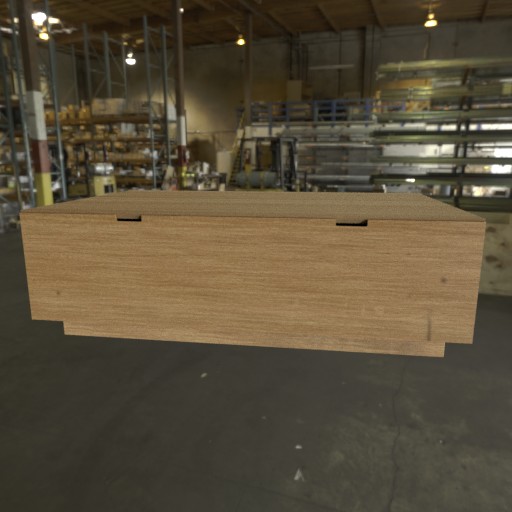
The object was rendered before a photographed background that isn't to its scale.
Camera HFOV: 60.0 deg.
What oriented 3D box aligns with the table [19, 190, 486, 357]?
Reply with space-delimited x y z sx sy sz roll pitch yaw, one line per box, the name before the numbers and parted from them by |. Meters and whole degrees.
table | 0.000 0.000 1.406 1.110 0.353 0.678 2 13 8
